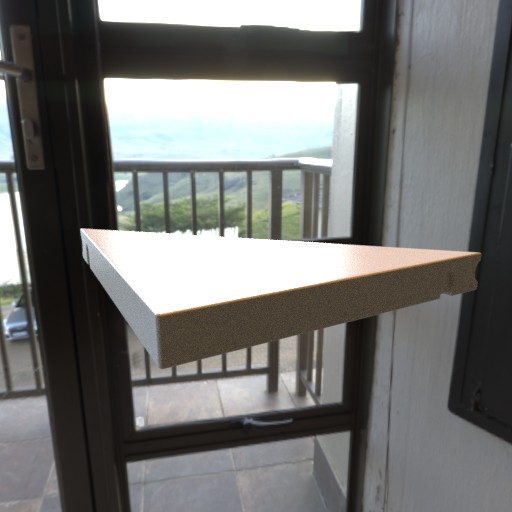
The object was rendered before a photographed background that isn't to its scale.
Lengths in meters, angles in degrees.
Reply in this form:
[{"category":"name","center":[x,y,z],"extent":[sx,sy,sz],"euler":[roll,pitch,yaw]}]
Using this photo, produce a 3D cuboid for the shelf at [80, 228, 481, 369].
[{"category":"shelf","center":[0.000,0.000,0.451],"extent":[0.296,0.035,0.296],"euler":[-8,17,-28]}]
